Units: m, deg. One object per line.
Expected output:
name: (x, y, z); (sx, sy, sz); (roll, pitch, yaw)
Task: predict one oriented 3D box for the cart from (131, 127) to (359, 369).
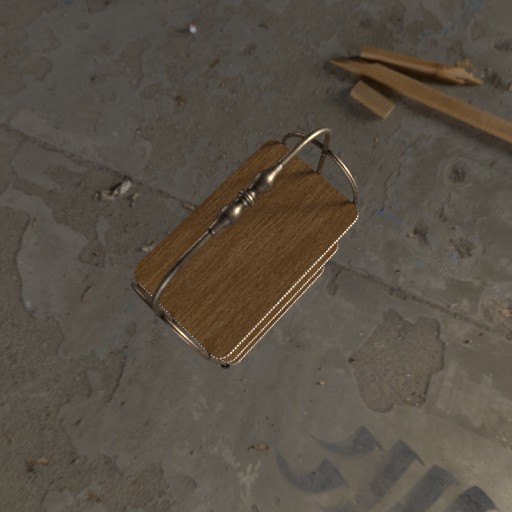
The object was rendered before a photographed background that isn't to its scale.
cart: (0.000, 0.000, 1.353); (0.330, 1.052, 0.650); (43, 79, 10)
